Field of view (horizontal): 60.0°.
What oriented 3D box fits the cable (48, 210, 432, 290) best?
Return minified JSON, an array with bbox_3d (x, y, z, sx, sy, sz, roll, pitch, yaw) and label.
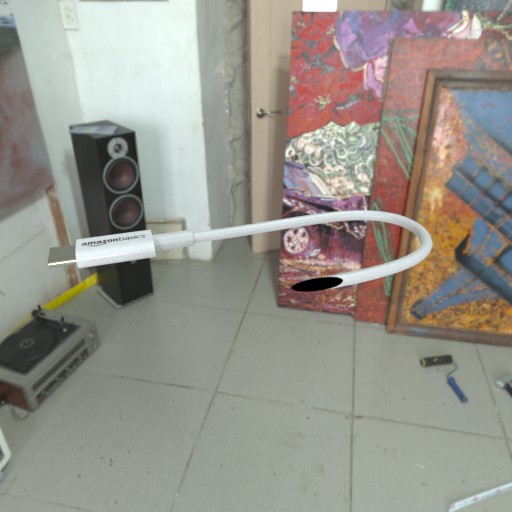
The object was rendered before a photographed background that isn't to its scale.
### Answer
[{"bbox_3d":[0.000,0.000,0.111,0.098,0.006,0.040,-9,31,-15],"label":"cable"}]
